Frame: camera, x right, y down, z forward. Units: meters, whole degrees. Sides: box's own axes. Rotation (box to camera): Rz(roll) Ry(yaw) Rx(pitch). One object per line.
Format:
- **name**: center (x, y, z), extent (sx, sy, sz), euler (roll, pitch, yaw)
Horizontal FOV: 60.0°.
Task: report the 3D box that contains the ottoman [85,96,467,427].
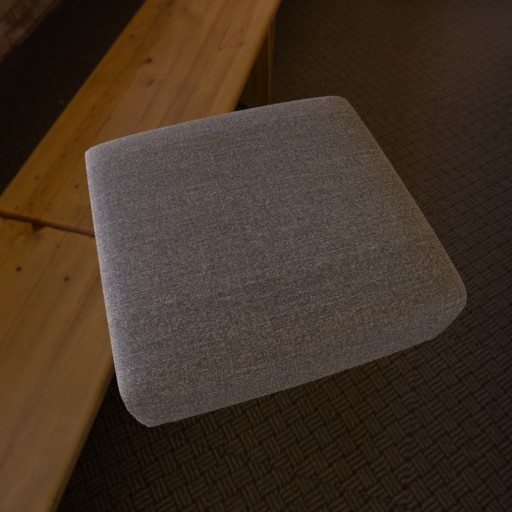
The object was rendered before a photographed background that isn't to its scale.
- **ottoman**: center (0.000, 0.000, 1.061), extent (0.655, 0.399, 0.648), euler (-15, 59, -9)
